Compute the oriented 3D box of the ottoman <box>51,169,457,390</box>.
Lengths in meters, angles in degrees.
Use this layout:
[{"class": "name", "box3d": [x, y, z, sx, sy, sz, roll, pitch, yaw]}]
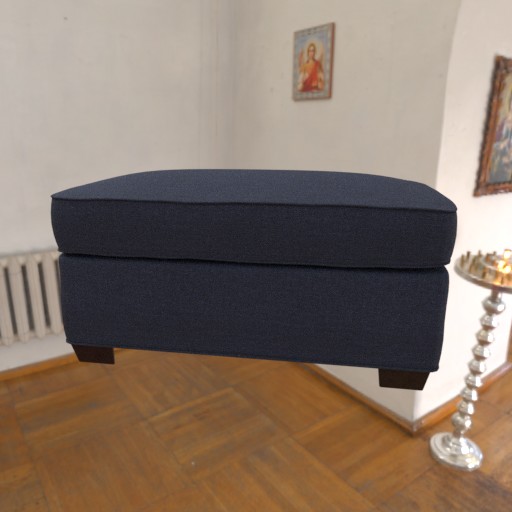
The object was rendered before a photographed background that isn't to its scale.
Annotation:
[{"class": "ottoman", "box3d": [0.000, 0.000, 1.191, 0.895, 0.453, 0.505, 3, 16, 9]}]
